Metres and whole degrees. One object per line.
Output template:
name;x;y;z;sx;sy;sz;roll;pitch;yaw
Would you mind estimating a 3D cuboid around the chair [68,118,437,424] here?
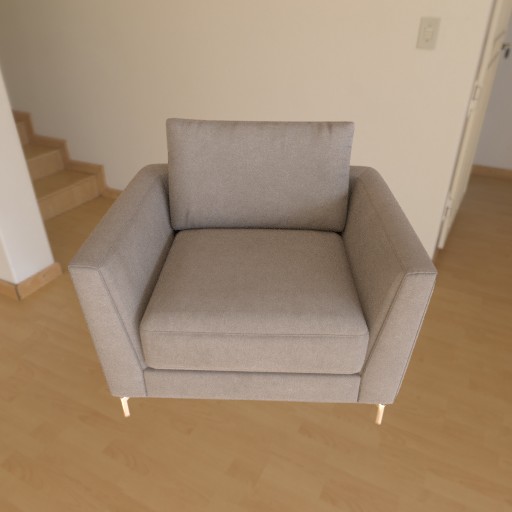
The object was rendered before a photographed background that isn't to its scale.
chair;0.000;0.000;1.667;1.041;0.864;0.889;1;31;2
